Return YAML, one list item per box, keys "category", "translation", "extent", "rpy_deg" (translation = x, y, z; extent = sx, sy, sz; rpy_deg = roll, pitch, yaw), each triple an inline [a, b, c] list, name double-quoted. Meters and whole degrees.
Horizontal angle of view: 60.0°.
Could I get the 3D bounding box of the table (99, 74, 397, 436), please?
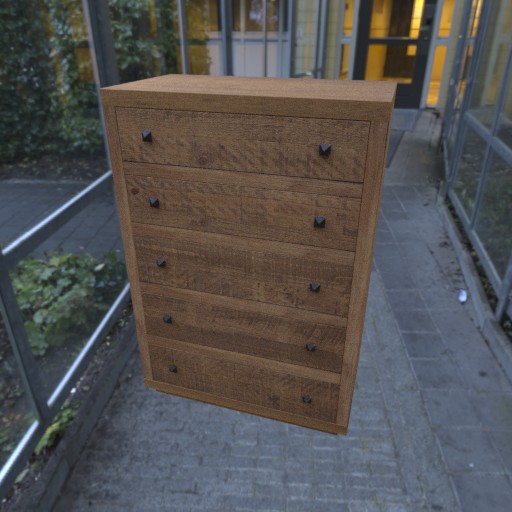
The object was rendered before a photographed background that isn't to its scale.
- category: "table"
  translation: [0.000, 0.000, 1.790]
  extent: [0.901, 1.294, 0.524]
  rpy_deg: [8, 29, 15]
